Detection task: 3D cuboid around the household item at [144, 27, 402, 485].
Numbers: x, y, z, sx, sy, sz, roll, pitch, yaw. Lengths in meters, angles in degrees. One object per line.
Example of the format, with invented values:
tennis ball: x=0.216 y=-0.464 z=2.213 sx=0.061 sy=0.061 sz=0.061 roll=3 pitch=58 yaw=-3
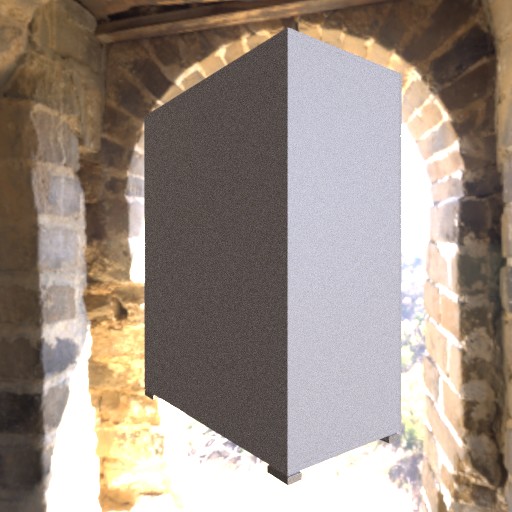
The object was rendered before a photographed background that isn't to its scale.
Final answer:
household item: x=0.000 y=0.000 z=1.418 sx=0.420 sy=1.010 sz=0.790 roll=0 pitch=0 yaw=-37
